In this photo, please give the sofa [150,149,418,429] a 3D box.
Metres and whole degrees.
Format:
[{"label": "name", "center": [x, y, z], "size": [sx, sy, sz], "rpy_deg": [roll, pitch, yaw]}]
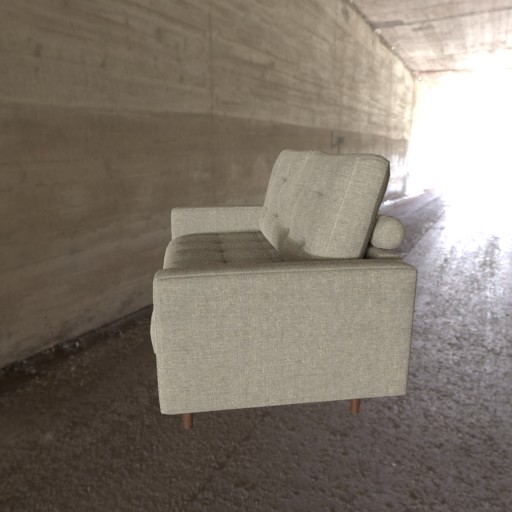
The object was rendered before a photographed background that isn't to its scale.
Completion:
[{"label": "sofa", "center": [0.000, 0.000, 1.963], "size": [0.842, 0.907, 1.407], "rpy_deg": [-2, 14, -8]}]
